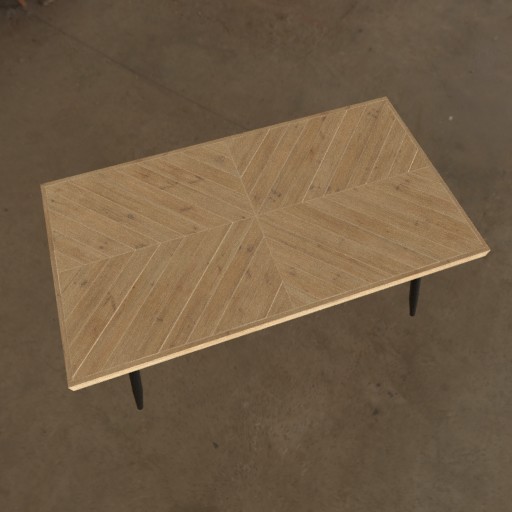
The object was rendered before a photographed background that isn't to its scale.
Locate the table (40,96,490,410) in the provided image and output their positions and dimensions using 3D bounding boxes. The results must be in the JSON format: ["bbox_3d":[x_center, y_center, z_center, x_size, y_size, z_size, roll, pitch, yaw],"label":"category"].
[{"bbox_3d":[0.000,0.000,2.333,1.803,0.762,0.991,-17,63,-9],"label":"table"}]
